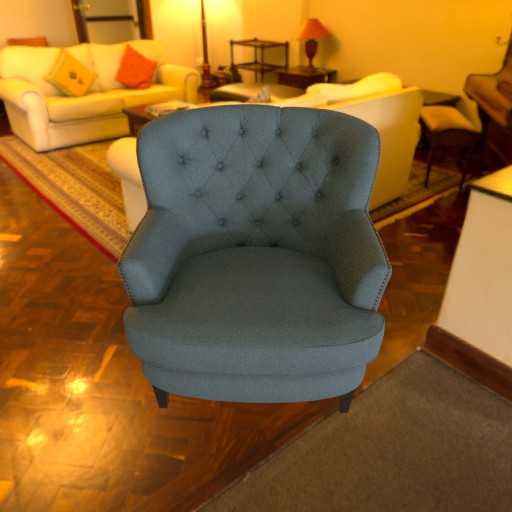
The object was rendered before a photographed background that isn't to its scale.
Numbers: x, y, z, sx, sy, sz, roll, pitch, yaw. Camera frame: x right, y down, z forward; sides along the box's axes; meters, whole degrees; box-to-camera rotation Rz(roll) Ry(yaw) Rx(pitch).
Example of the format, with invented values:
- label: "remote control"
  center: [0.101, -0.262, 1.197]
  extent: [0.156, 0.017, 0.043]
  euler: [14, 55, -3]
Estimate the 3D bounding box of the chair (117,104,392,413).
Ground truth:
- label: "chair"
  center: [0.000, 0.000, 1.569]
  extent: [0.848, 0.868, 0.906]
  euler: [1, 30, 2]
